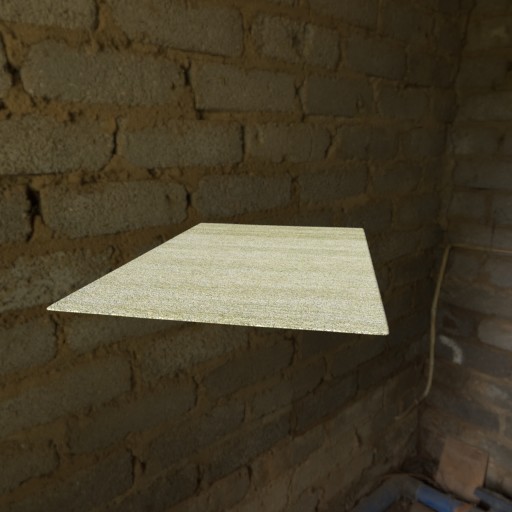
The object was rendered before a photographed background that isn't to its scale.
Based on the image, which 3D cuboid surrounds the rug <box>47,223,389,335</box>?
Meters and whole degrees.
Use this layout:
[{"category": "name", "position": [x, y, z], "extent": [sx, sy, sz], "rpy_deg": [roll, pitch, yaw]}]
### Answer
[{"category": "rug", "position": [0.000, 0.000, 2.250], "extent": [1.143, 0.010, 1.758], "rpy_deg": [3, 14, 10]}]
